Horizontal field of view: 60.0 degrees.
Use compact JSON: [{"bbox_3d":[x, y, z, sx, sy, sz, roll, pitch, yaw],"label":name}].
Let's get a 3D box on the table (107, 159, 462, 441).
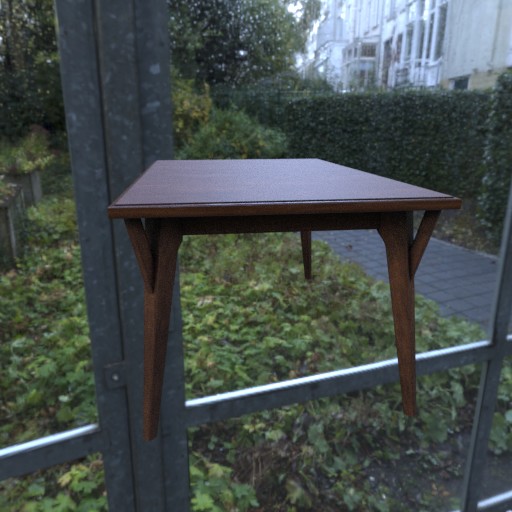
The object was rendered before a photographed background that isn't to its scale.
[{"bbox_3d":[0.000,0.000,2.043,0.990,0.761,1.524,-2,17,-8],"label":"table"}]
